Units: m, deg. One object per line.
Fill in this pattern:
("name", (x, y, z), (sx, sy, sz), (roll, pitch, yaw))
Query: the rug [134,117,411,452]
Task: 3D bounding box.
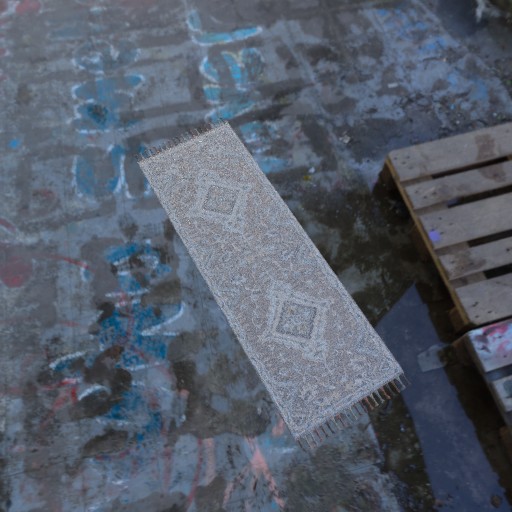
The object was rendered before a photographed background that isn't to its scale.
("rug", (0.000, 0.000, 2.856), (1.324, 0.018, 2.378), (-13, 66, -6))
